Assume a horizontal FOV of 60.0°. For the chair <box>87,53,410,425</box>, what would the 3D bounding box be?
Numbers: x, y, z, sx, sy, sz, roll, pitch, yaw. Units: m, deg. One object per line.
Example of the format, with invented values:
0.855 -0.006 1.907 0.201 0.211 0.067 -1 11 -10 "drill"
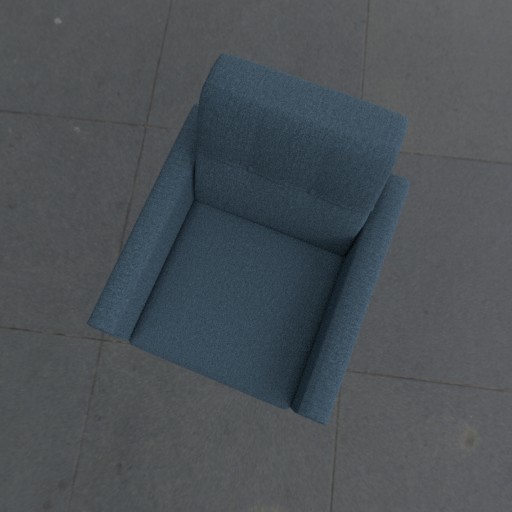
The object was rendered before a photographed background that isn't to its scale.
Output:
0.000 0.000 1.688 0.880 0.940 0.964 21 77 5 "chair"
